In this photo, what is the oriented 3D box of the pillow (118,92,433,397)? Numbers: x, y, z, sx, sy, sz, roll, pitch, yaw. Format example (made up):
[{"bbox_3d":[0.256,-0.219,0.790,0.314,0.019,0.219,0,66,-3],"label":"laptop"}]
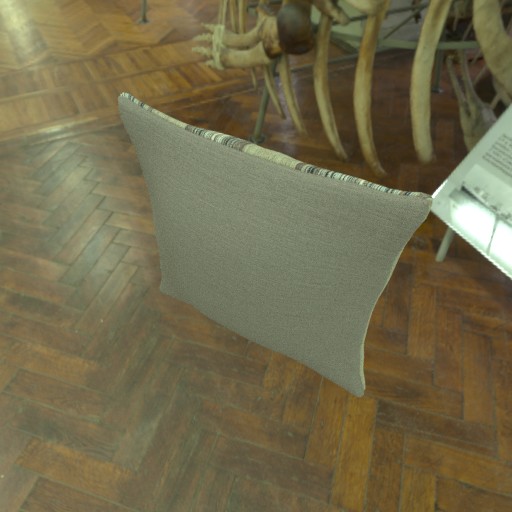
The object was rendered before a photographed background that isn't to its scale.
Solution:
[{"bbox_3d":[0.000,0.000,0.676,0.435,0.416,0.189,24,51,21],"label":"pillow"}]
